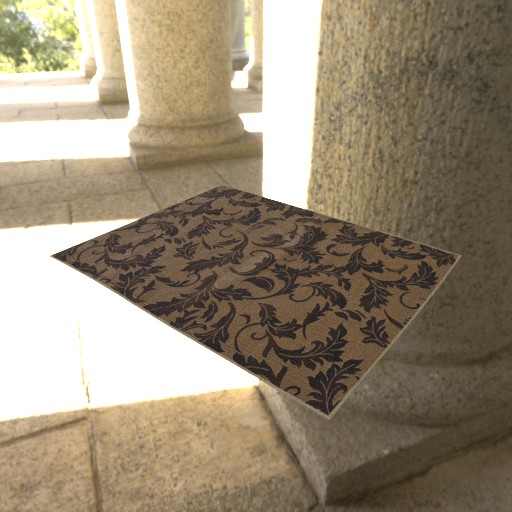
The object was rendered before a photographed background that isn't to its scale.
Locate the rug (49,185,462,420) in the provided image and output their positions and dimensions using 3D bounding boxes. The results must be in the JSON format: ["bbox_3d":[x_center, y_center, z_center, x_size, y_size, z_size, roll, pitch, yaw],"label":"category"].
[{"bbox_3d":[0.000,0.000,4.066,2.977,0.008,2.380,21,36,33],"label":"rug"}]
